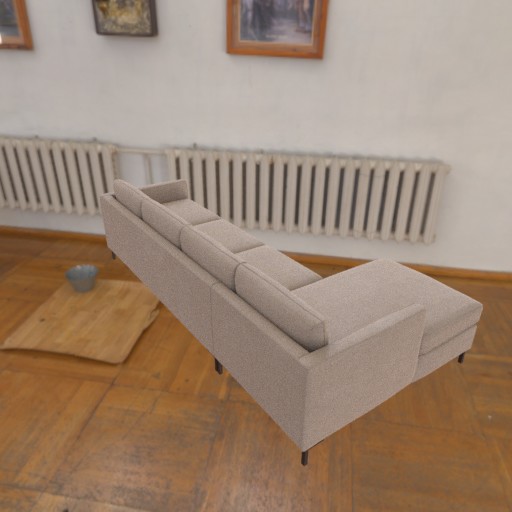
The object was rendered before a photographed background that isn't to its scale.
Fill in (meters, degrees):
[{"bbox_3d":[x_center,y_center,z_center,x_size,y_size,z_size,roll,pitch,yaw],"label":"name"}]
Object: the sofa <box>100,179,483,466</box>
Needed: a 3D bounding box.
[{"bbox_3d":[0.000,0.000,3.462,1.469,0.816,2.923,-18,32,-31],"label":"sofa"}]
